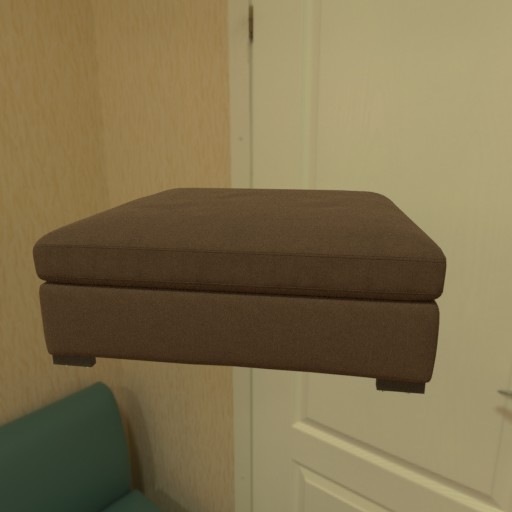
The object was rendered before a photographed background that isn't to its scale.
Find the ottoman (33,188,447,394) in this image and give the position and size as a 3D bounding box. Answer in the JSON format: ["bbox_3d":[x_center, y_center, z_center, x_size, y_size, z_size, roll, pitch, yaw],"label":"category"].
[{"bbox_3d":[0.000,0.000,1.798,1.181,0.470,1.181,2,15,8],"label":"ottoman"}]
